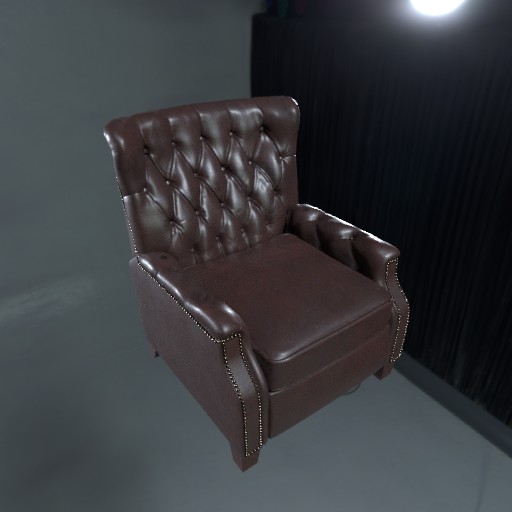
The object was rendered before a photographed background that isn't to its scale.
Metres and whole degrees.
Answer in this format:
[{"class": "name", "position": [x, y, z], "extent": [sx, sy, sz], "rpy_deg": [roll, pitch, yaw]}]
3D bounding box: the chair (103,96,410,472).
[{"class": "chair", "position": [0.000, 0.000, 1.477], "extent": [0.709, 0.864, 0.823], "rpy_deg": [-20, 36, -31]}]
